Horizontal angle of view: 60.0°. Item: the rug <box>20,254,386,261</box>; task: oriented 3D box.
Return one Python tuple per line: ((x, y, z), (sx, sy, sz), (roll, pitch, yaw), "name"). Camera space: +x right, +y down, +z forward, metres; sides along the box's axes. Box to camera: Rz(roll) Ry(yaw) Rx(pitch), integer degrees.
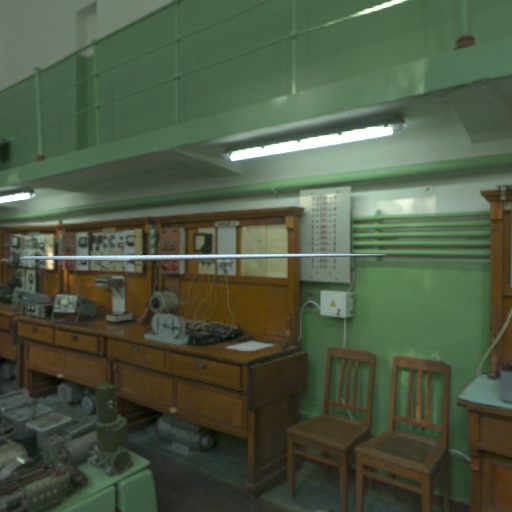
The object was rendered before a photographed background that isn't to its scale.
((0.000, 0.000, 2.401), (0.662, 0.011, 2.196), (0, 1, 36), "rug")
